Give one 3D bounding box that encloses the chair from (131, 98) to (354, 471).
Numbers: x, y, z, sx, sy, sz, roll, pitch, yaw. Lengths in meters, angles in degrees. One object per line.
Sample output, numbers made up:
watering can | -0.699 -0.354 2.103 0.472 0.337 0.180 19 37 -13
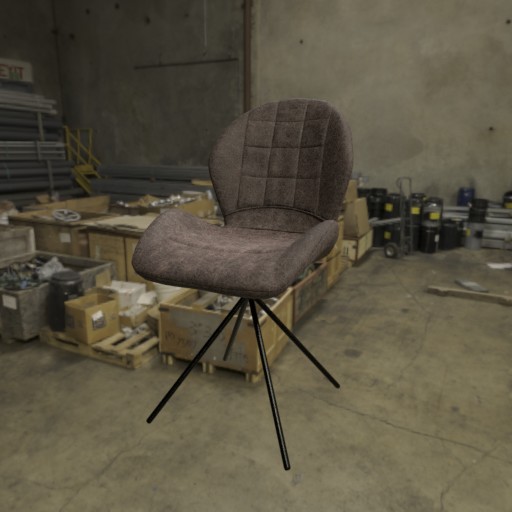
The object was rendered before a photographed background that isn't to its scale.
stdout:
chair | 0.000 0.000 1.308 0.527 0.934 0.640 7 15 26
